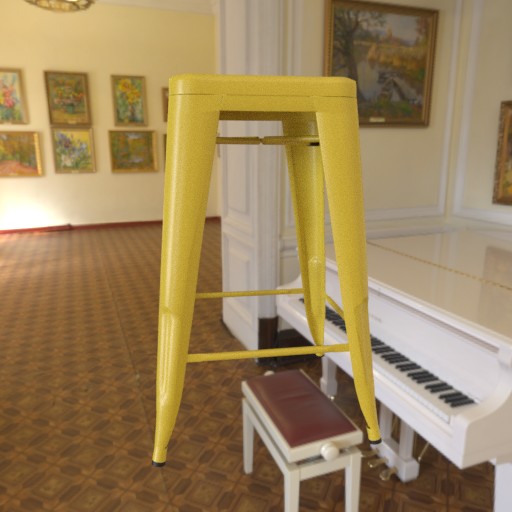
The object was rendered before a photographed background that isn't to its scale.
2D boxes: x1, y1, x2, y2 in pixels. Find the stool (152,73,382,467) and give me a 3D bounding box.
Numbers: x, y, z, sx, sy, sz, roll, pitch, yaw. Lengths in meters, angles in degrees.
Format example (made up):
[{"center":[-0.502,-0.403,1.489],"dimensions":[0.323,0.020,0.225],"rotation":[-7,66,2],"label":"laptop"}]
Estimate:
[{"center":[0.000,0.000,0.843],"dimensions":[0.399,0.609,0.359],"rotation":[-2,14,-9],"label":"stool"}]
